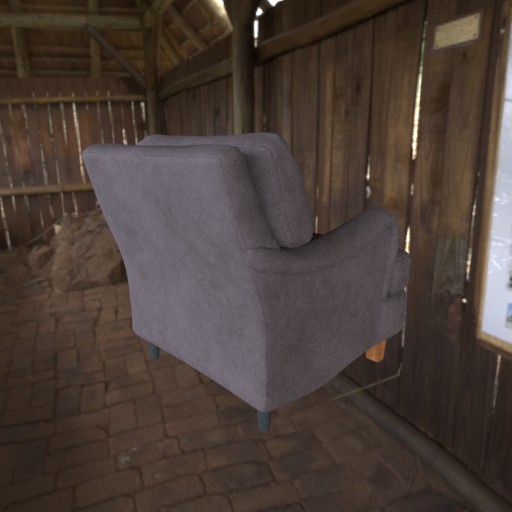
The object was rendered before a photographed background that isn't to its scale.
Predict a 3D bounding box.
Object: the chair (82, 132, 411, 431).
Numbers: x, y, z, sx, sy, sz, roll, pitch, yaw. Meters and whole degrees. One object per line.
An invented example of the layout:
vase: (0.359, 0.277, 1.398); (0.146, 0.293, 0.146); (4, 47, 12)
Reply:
chair: (0.000, 0.000, 1.884); (1.070, 0.997, 0.955); (-13, 20, -42)
